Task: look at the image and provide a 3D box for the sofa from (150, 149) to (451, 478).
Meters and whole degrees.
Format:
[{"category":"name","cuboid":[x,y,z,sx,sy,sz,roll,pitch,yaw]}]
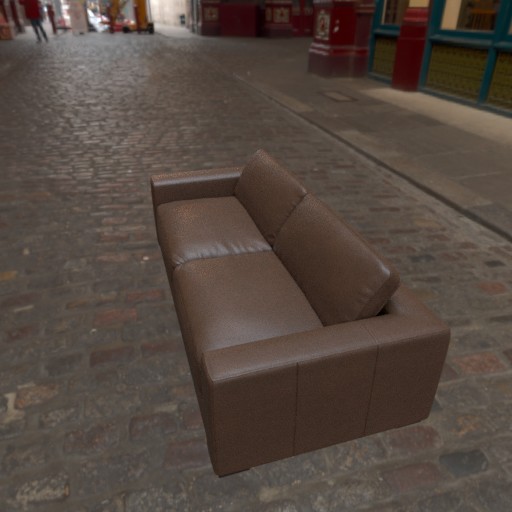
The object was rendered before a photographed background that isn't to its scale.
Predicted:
[{"category":"sofa","cuboid":[0.000,0.000,2.725,1.070,0.801,2.262,-9,31,-15]}]
